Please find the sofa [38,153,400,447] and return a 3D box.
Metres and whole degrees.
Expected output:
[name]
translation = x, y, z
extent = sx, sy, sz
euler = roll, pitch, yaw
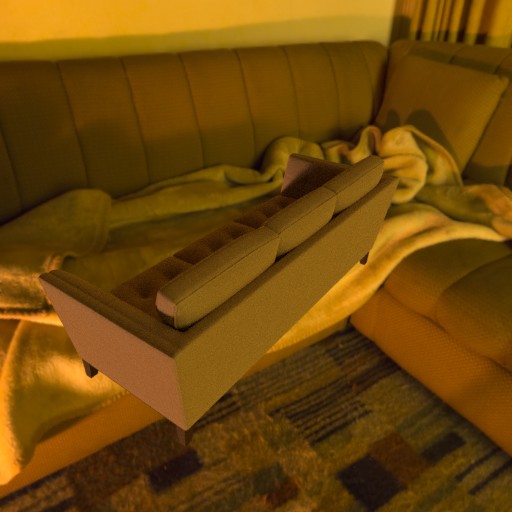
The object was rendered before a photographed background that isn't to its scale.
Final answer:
[sofa]
translation = 0.000, 0.000, 2.936
extent = 0.965, 0.940, 2.388
euler = 21, 37, 30
